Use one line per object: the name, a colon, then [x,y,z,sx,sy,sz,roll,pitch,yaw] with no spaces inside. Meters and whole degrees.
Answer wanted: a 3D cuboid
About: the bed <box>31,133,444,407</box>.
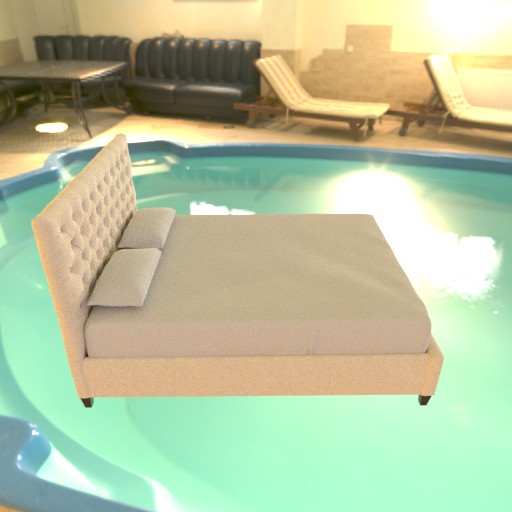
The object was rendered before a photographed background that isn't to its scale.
bed: [0.000,0.000,3.363,2.387,1.427,1.698,0,30,0]
